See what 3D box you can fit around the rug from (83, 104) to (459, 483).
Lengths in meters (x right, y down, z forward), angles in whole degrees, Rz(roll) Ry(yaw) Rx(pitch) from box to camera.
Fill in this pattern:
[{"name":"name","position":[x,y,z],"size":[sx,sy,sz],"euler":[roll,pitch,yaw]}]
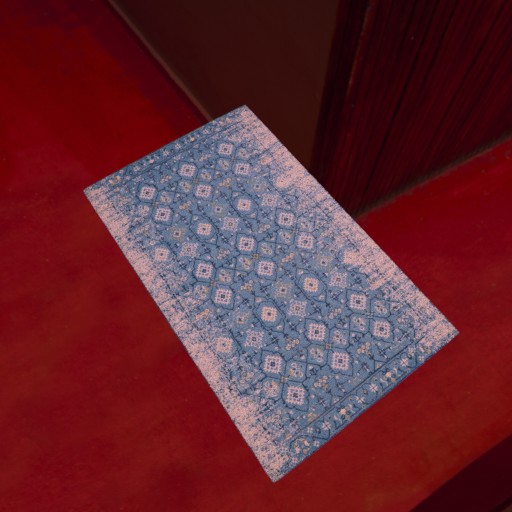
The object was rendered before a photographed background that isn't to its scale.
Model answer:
[{"name":"rug","position":[0.000,0.000,2.281],"size":[1.102,0.008,1.795],"euler":[-33,68,-15]}]
